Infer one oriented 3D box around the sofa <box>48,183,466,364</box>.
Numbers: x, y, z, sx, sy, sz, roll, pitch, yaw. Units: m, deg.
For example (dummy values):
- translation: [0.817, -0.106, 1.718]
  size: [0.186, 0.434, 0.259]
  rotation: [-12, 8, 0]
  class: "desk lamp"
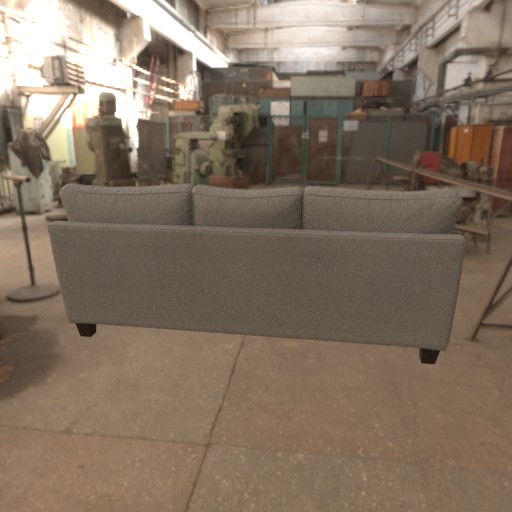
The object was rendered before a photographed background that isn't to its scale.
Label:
- translation: [0.000, 0.000, 2.922]
  size: [2.323, 0.991, 1.016]
  rotation: [3, 15, 9]
  class: "sofa"
